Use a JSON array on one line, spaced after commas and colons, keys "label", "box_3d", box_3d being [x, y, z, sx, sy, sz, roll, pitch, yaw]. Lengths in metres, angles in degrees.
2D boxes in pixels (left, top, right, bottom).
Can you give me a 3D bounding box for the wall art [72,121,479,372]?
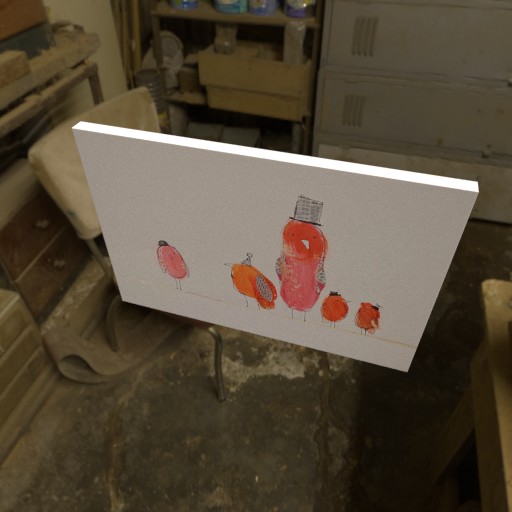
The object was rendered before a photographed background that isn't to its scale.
[{"label": "wall art", "box_3d": [0.000, 0.000, 1.175, 0.914, 0.609, 0.038, 12, 43, 13]}]
